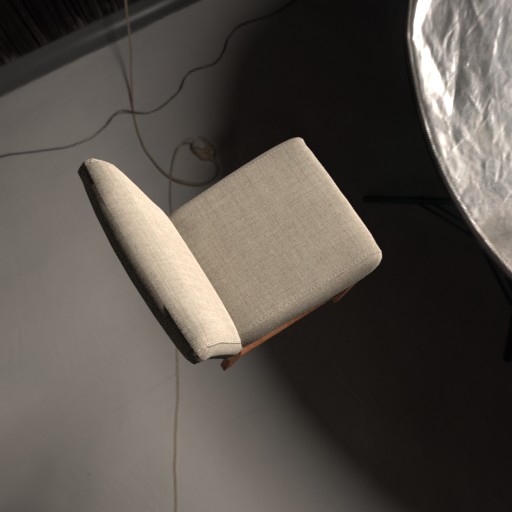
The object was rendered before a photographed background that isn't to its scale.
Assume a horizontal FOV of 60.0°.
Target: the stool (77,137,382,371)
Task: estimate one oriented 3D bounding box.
[{"bbox_3d":[0.000,0.000,1.310,0.567,1.039,0.454,-31,77,-8],"label":"stool"}]
